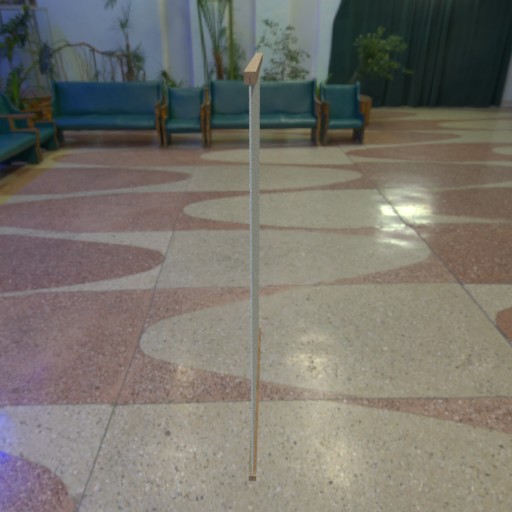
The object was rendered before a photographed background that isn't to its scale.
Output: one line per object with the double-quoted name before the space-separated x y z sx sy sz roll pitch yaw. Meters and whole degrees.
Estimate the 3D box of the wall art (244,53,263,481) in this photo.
"wall art" 0.000 0.000 1.873 0.030 1.519 0.990 1 27 2
